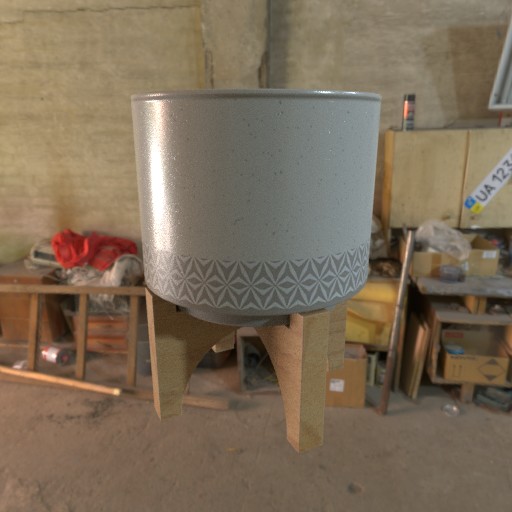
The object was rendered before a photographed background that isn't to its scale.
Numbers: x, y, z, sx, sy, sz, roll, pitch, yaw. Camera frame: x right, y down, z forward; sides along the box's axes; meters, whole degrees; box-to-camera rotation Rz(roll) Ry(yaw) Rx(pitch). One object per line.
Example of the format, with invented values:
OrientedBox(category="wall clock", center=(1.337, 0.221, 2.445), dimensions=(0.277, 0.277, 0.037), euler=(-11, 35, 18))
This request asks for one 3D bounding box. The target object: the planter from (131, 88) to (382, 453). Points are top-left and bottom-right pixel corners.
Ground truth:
OrientedBox(category="planter", center=(0.000, 0.000, 0.263), dimensions=(0.130, 0.178, 0.130), euler=(0, 17, 0))
